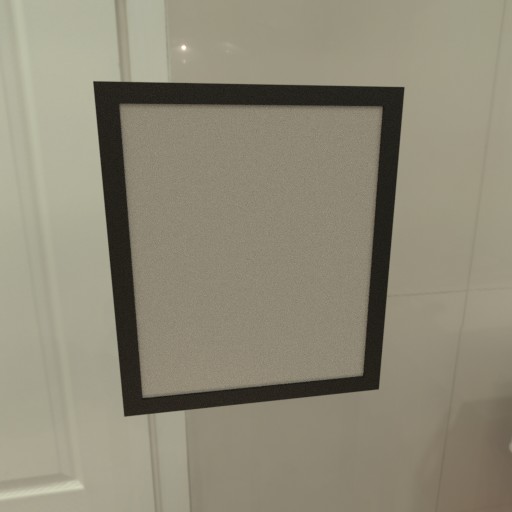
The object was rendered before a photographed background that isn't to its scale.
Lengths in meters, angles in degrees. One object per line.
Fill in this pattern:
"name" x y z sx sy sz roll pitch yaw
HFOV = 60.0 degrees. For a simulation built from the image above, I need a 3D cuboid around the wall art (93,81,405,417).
"wall art" 0.000 0.000 0.528 0.330 0.381 0.029 -3 16 -10
